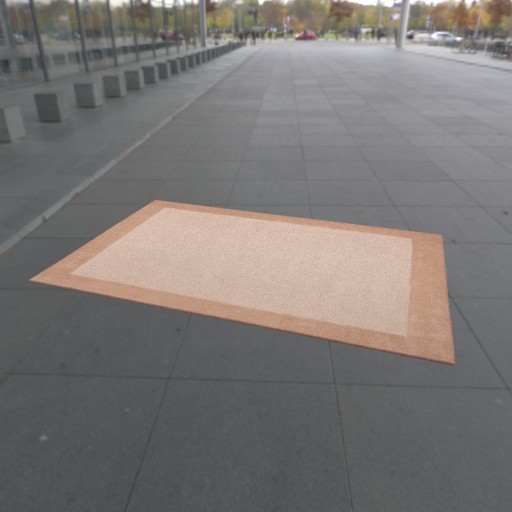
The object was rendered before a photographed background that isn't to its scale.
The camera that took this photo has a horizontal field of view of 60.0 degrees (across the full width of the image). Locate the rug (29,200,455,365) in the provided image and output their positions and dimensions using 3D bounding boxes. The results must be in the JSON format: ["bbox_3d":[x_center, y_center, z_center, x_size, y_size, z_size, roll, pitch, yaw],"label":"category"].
[{"bbox_3d":[0.000,0.000,3.024,2.438,0.014,1.524,9,28,16],"label":"rug"}]
